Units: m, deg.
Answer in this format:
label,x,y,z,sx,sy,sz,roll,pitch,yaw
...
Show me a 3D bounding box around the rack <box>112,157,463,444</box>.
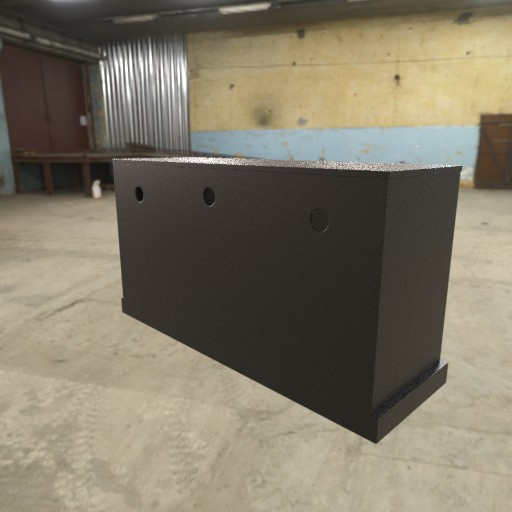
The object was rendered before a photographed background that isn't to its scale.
label,x,y,z,sx,sy,sz,roll,pitch,yaw
rack,0.000,0.000,1.523,0.399,0.635,1.206,-14,19,-43
